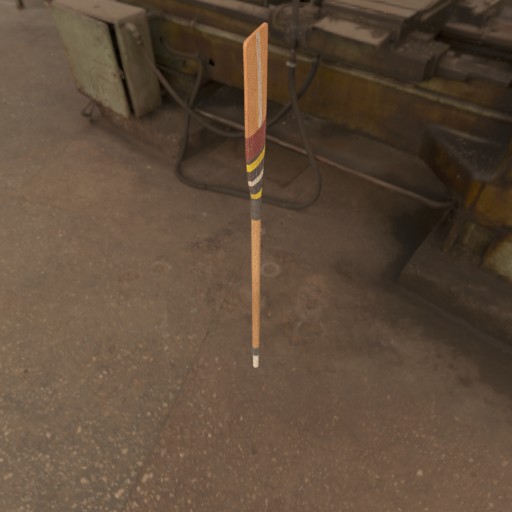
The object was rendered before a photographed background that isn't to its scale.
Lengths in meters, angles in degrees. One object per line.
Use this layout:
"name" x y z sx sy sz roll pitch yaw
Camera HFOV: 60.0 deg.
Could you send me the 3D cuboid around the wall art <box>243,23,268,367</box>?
"wall art" 0.000 0.000 1.622 0.038 1.556 0.146 15 48 14
